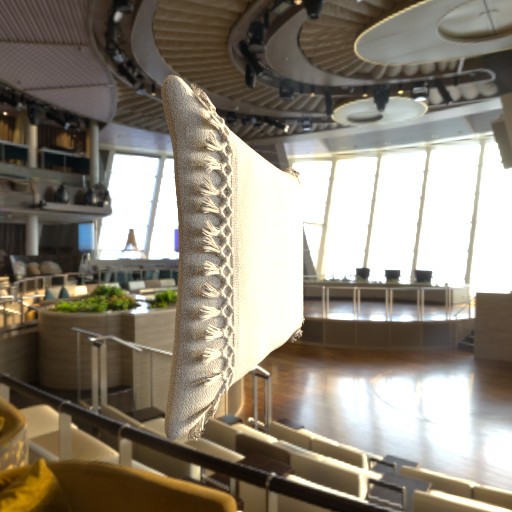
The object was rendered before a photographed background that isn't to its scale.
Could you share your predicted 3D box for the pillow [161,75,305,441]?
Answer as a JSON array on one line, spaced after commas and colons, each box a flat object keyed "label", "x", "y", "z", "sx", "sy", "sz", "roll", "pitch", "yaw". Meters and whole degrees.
[{"label": "pillow", "x": 0.000, "y": 0.000, "z": 0.577, "sx": 0.084, "sy": 0.305, "sz": 0.466, "roll": 0, "pitch": 1, "yaw": 18}]
